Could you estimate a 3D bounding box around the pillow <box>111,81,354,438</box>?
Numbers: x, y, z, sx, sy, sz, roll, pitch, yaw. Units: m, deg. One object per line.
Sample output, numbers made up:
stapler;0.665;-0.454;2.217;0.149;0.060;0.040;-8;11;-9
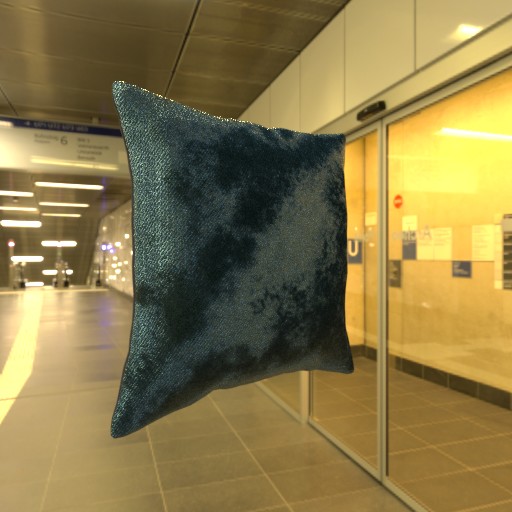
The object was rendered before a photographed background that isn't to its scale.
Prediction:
pillow;0.000;0.000;0.657;0.436;0.430;0.138;0;0;-38
